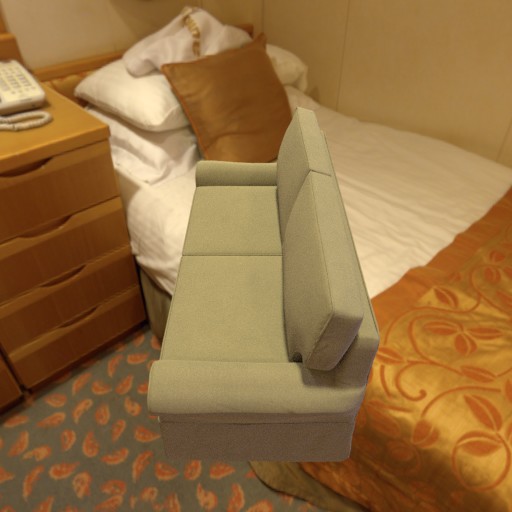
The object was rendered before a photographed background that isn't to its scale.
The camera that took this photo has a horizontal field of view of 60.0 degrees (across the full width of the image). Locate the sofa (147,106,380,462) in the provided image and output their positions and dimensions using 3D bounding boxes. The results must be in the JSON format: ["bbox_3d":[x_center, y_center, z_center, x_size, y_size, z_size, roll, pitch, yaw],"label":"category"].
[{"bbox_3d":[0.000,0.000,2.310,0.841,1.024,1.823,0,40,0],"label":"sofa"}]
